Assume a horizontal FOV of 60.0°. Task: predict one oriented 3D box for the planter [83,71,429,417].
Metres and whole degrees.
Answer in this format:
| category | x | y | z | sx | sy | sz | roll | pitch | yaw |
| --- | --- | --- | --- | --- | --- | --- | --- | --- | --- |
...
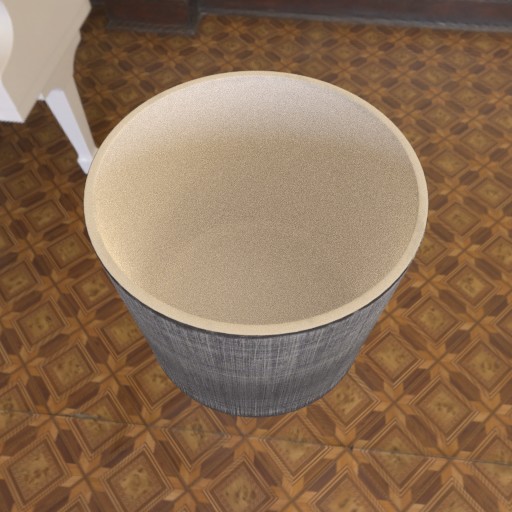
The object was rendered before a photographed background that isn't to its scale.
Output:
| category | x | y | z | sx | sy | sz | roll | pitch | yaw |
| --- | --- | --- | --- | --- | --- | --- | --- | --- | --- |
| planter | 0.000 | 0.000 | 0.299 | 0.178 | 0.157 | 0.178 | 0 | 58 | 0 |
